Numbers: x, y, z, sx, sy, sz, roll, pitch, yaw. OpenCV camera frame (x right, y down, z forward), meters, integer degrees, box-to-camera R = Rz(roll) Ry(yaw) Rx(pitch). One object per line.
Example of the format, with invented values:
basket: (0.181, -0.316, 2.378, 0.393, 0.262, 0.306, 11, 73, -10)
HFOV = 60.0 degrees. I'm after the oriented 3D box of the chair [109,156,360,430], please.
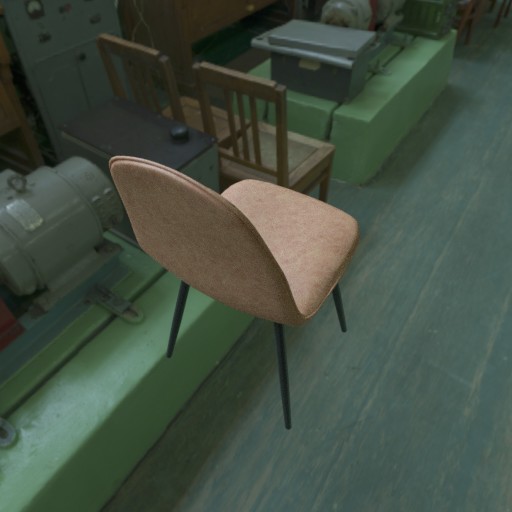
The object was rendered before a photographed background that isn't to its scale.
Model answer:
chair: (0.000, 0.000, 1.180, 0.472, 0.889, 0.561, 24, 51, 21)
